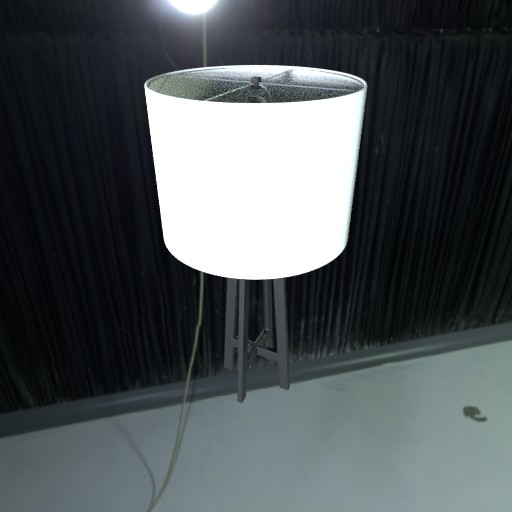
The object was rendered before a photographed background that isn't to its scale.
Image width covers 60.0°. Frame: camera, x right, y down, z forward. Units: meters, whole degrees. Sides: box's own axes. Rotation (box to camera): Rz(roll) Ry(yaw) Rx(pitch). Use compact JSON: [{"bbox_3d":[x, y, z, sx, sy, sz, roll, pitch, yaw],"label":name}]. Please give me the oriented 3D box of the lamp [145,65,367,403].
[{"bbox_3d":[0.000,0.000,0.647,0.257,0.489,0.257,-10,32,-16],"label":"lamp"}]
